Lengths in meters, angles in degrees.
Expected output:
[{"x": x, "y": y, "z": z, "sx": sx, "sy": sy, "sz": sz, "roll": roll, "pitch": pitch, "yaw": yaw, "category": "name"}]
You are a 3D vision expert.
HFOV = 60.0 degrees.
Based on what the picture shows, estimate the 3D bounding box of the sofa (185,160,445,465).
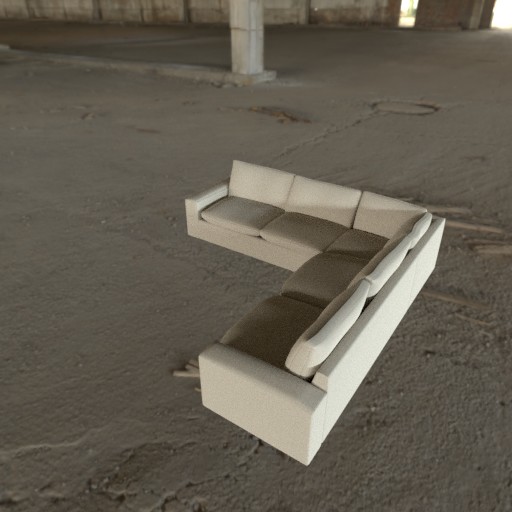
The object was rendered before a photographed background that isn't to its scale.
[{"x": 0.000, "y": 0.000, "z": 4.763, "sx": 3.066, "sy": 0.918, "sz": 3.206, "roll": 19, "pitch": 35, "yaw": 29, "category": "sofa"}]
